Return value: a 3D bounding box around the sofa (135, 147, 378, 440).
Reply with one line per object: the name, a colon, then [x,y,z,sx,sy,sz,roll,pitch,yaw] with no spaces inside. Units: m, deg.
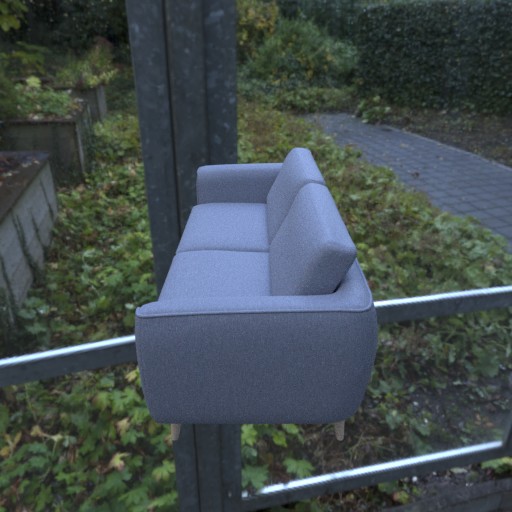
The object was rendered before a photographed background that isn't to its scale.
sofa: [0.000,0.000,2.508,0.920,0.870,2.000,0,26,0]
